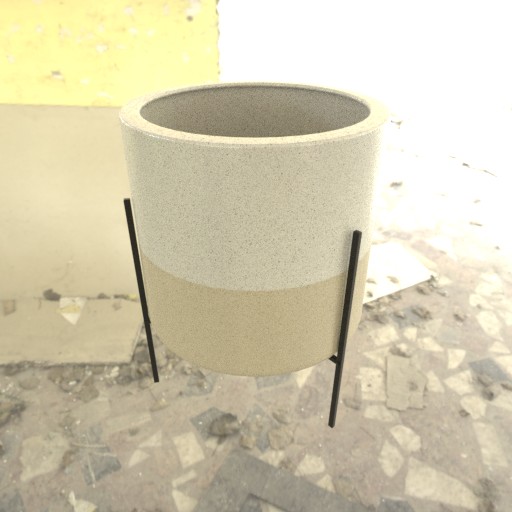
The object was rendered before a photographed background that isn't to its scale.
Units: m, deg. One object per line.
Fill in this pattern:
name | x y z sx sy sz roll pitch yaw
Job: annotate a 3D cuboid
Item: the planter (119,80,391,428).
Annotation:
planter | 0.000 0.000 0.725 0.359 0.484 0.368 9 33 15
